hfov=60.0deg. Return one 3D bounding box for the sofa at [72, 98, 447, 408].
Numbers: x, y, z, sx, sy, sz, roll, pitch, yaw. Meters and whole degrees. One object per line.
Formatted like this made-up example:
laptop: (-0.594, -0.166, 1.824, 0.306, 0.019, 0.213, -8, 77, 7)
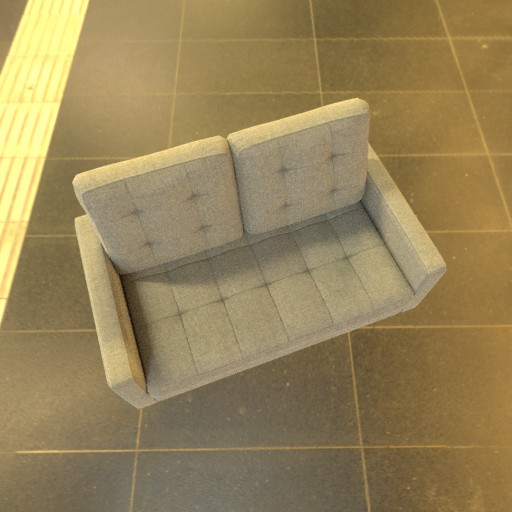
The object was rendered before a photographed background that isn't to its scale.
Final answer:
sofa: (0.000, 0.000, 1.964, 1.407, 0.907, 0.842, -18, 63, -9)
